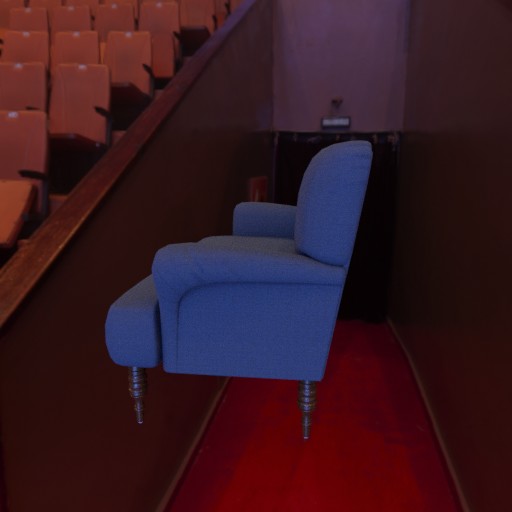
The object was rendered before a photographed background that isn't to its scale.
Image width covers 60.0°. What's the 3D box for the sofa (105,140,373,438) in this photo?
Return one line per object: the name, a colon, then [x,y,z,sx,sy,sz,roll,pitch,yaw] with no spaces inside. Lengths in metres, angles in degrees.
sofa: [0.000,0.000,1.828,0.779,0.889,1.297,2,13,8]
